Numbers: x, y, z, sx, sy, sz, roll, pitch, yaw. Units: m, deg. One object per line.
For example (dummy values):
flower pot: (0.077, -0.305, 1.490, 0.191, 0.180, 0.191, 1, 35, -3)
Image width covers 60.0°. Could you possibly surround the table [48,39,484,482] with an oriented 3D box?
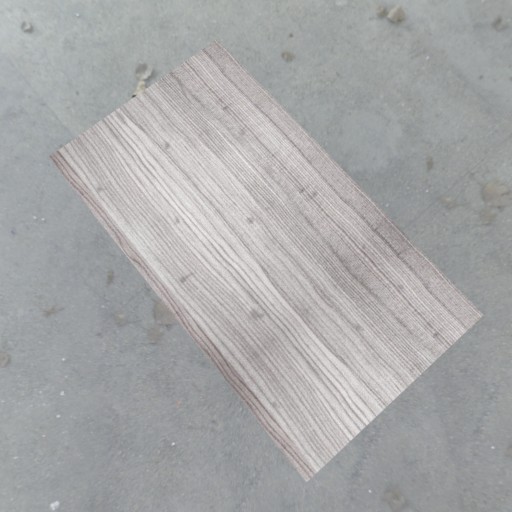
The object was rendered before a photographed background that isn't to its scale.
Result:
table: (0.000, 0.000, 2.080, 0.881, 0.736, 1.579, -39, 79, -9)
